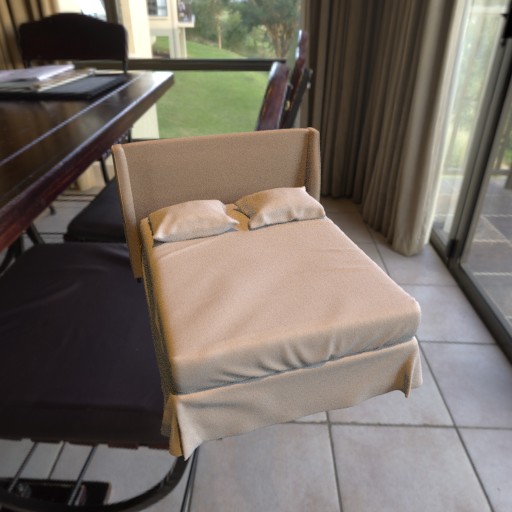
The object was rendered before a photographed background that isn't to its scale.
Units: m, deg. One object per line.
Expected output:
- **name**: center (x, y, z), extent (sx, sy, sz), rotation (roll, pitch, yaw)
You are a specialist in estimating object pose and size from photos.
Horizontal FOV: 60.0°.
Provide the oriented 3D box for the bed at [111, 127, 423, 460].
- **bed**: center (0.000, 0.000, 3.473), extent (1.925, 1.332, 2.276), rotation (-9, 32, -15)
